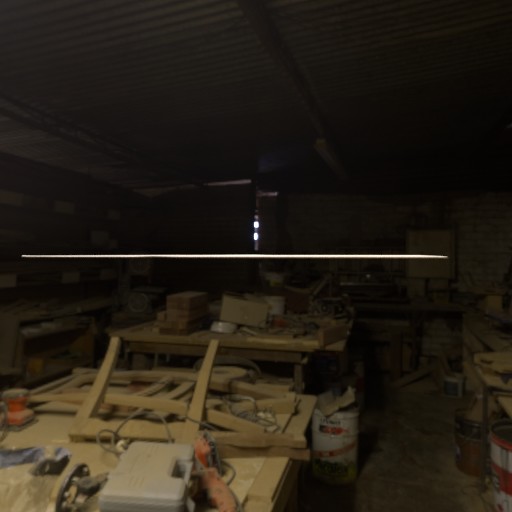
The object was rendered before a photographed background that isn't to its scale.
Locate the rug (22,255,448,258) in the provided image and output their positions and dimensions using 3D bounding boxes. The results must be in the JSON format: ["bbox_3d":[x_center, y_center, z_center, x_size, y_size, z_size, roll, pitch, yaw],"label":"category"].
[{"bbox_3d":[0.000,0.000,4.097,3.009,0.019,2.423,0,0,17],"label":"rug"}]
